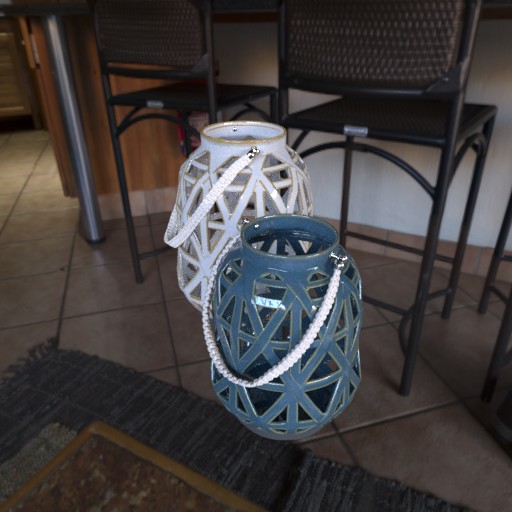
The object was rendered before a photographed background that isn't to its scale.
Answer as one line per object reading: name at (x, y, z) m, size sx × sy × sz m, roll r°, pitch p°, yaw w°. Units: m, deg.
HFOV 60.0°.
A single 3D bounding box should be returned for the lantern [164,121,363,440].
lantern at (0.000, 0.000, 0.631) m, size 0.245 × 0.307 × 0.439 m, roll -7°, pitch 30°, yaw -12°
